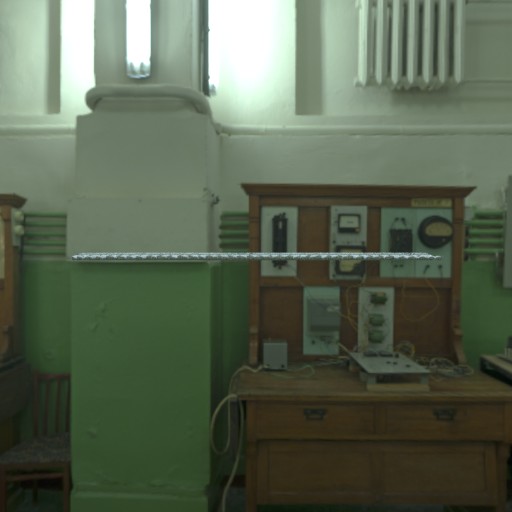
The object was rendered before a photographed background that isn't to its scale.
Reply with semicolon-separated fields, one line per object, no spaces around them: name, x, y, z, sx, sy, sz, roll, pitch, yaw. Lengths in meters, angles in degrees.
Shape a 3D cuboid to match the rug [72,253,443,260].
rug;0.000;0.000;2.892;1.494;0.031;2.307;0;0;1
